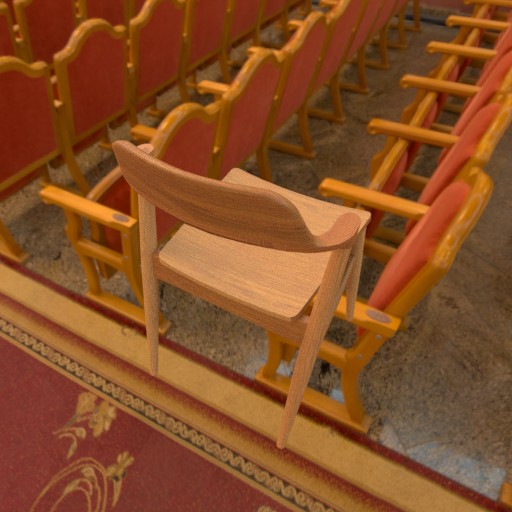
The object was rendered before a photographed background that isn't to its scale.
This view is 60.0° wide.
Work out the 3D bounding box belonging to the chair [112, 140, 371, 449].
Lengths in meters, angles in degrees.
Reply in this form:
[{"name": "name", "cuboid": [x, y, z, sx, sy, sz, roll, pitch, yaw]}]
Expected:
[{"name": "chair", "cuboid": [0.000, 0.000, 1.113, 0.512, 0.792, 0.499, 22, 49, 21]}]
